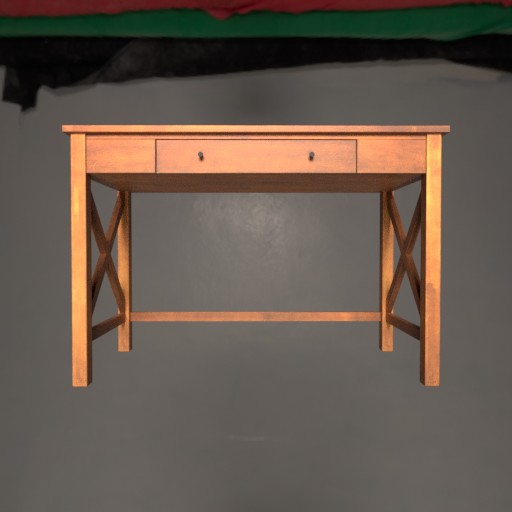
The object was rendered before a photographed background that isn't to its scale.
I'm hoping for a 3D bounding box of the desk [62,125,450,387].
[{"bbox_3d":[0.000,0.000,1.533,1.117,0.762,0.508,0,1,0],"label":"desk"}]
